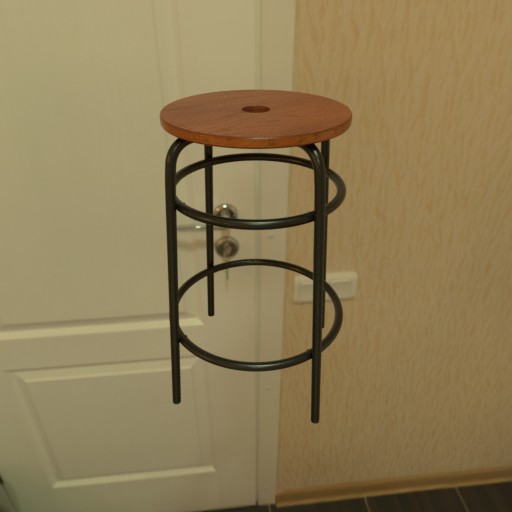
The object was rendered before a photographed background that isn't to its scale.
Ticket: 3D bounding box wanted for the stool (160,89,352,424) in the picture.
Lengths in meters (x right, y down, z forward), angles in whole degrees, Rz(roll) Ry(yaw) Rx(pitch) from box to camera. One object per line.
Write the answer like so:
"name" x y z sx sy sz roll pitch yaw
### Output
"stool" 0.000 0.000 0.942 0.455 0.610 0.455 -21 37 -30
